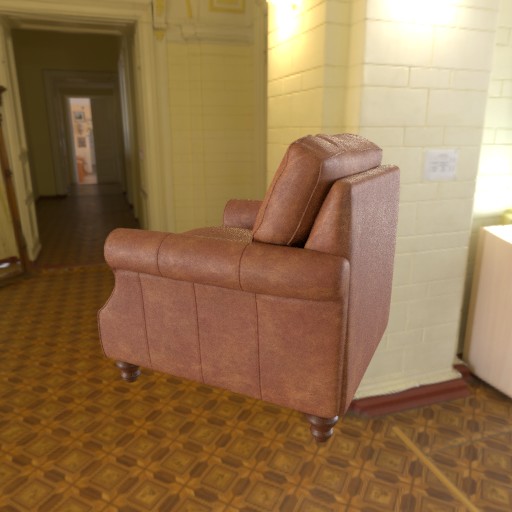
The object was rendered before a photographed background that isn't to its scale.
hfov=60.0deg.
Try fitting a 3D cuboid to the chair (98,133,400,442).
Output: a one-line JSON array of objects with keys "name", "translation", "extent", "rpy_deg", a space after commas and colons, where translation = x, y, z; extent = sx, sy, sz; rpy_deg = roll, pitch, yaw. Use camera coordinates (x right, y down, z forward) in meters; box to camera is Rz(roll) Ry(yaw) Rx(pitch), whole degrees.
[{"name": "chair", "translation": [0.000, 0.000, 1.802], "extent": [0.986, 0.962, 0.983], "rpy_deg": [8, 17, 25]}]
